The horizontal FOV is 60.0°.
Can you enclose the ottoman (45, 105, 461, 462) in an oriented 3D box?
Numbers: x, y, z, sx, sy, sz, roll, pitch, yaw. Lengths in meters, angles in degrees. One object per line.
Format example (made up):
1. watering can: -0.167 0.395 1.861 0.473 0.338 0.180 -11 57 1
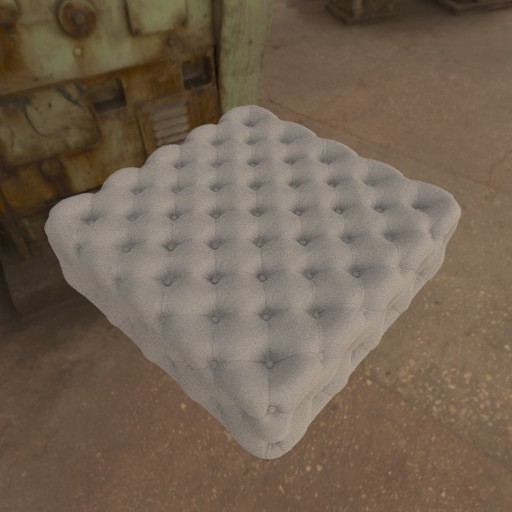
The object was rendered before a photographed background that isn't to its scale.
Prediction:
1. ottoman: 0.000 0.000 1.408 0.911 0.439 0.917 33 56 27
